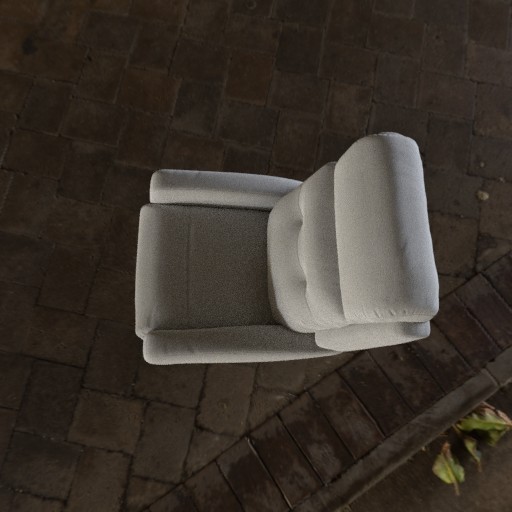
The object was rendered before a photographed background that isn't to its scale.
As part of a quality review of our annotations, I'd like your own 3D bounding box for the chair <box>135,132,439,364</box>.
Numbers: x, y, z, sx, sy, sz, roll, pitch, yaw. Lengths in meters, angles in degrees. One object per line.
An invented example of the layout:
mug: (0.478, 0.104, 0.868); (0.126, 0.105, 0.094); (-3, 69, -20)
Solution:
chair: (0.000, 0.000, 1.735); (1.043, 1.013, 0.798); (-1, 75, 0)
